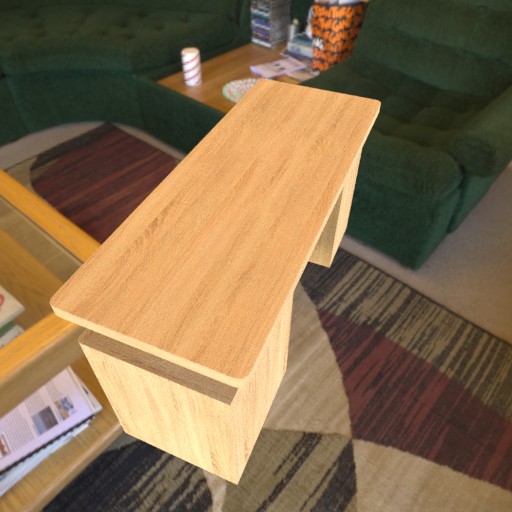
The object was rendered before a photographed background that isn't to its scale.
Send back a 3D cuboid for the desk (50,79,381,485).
[{"bbox_3d":[0.000,0.000,1.754,0.550,0.760,1.400,17,48,16],"label":"desk"}]
